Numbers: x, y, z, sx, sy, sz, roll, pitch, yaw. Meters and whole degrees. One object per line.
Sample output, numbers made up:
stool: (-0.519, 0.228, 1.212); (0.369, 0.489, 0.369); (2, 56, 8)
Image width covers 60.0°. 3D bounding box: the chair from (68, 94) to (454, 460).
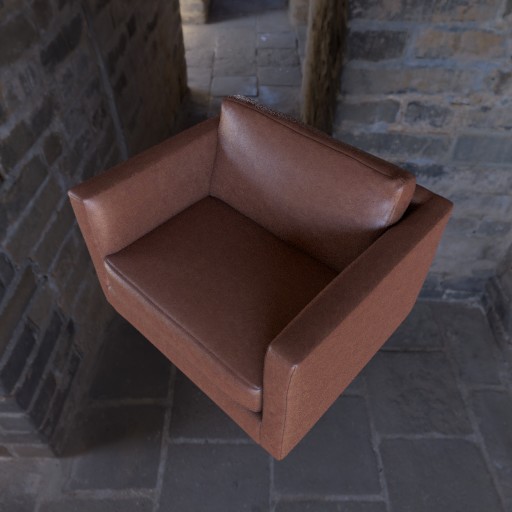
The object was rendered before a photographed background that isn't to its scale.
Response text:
chair: (0.000, 0.000, 1.806); (1.107, 0.917, 0.959); (34, 55, 28)
